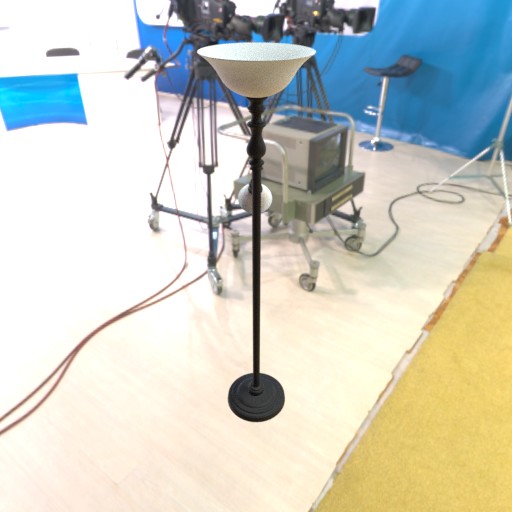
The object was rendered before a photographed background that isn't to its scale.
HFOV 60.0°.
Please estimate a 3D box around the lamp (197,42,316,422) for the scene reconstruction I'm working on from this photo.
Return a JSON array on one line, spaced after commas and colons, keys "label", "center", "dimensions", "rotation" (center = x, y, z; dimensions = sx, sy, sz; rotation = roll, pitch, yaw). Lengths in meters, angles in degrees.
[{"label": "lamp", "center": [0.000, 0.000, 2.082], "dimensions": [0.405, 1.793, 0.588], "rotation": [-1, 33, -1]}]
